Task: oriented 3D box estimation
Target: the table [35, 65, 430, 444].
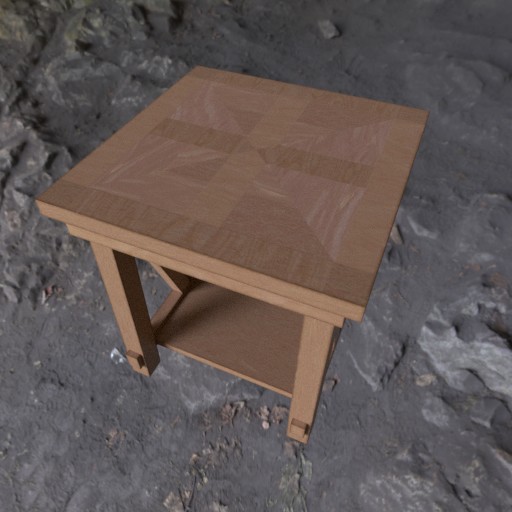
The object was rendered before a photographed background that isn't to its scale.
[{"bbox_3d":[0.000,0.000,1.144,0.610,0.638,0.612,18,49,16],"label":"table"}]
